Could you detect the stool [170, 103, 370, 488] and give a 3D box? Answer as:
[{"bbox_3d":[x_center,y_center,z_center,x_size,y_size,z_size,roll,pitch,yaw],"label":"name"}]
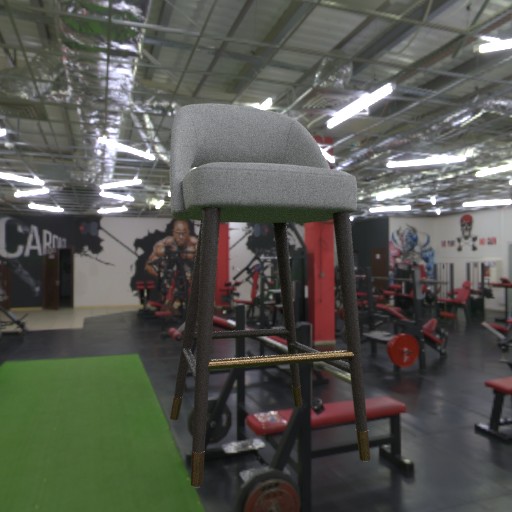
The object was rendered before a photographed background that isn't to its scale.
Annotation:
[{"bbox_3d":[0.000,0.000,1.292,0.494,1.037,0.509,0,0,-17],"label":"stool"}]
